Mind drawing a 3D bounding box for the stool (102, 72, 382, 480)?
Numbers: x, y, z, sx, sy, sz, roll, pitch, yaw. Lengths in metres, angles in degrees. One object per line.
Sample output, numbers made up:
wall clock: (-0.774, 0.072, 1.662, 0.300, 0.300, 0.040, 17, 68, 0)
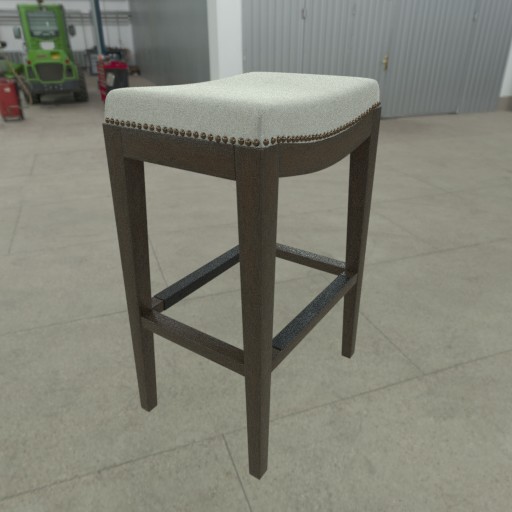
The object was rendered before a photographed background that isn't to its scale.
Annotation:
stool: (0.000, 0.000, 1.034, 0.358, 0.759, 0.498, 17, 32, 30)
